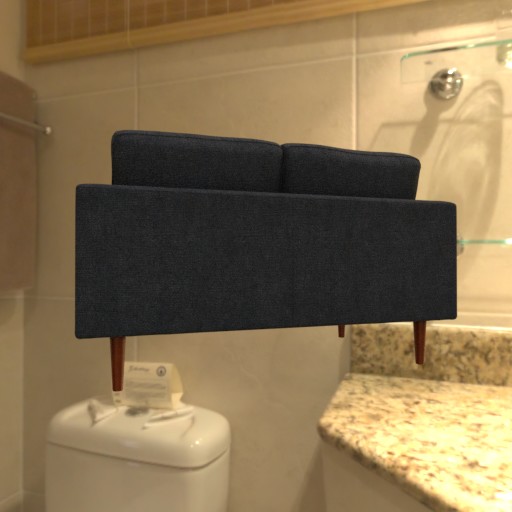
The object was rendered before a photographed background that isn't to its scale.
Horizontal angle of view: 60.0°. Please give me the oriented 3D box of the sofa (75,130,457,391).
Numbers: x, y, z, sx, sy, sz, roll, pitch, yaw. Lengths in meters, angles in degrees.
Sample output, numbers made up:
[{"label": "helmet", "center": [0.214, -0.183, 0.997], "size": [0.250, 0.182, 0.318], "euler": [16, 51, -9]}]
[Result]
[{"label": "sofa", "center": [0.000, 0.000, 2.102], "size": [1.582, 0.944, 0.903], "euler": [0, 0, -18]}]
